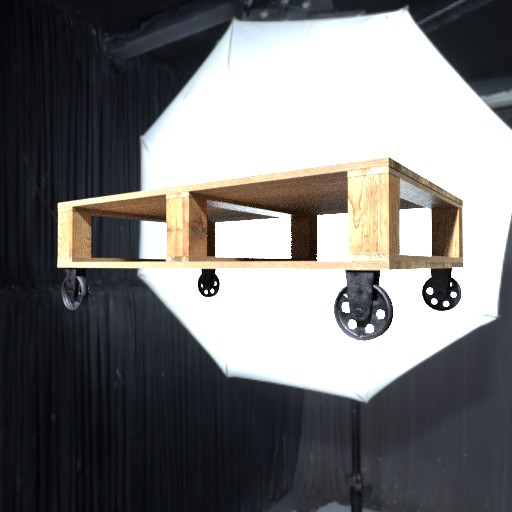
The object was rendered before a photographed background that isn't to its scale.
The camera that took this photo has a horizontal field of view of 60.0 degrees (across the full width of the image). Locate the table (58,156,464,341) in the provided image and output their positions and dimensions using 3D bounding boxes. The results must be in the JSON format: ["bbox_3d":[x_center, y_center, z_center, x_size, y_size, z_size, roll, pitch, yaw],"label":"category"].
[{"bbox_3d":[0.000,0.000,1.680,1.299,0.413,0.827,-1,-1,35],"label":"table"}]
